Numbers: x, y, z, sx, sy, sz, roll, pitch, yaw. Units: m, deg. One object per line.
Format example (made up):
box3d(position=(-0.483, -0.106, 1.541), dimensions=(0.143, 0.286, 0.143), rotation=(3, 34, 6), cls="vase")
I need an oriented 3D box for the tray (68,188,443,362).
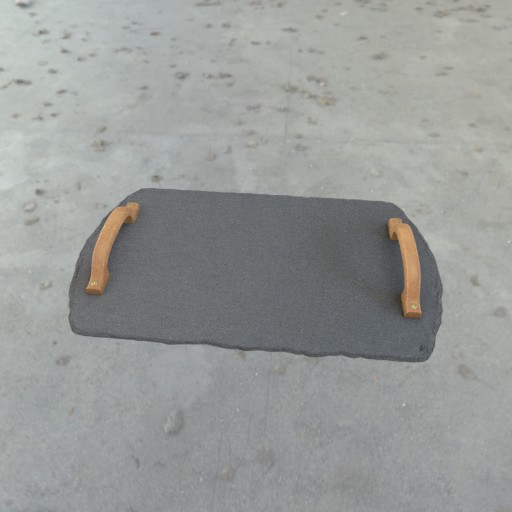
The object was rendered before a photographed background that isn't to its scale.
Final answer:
box3d(position=(0.000, 0.000, 0.475), dimensions=(0.387, 0.062, 0.231), rotation=(4, 45, 4), cls="tray")
